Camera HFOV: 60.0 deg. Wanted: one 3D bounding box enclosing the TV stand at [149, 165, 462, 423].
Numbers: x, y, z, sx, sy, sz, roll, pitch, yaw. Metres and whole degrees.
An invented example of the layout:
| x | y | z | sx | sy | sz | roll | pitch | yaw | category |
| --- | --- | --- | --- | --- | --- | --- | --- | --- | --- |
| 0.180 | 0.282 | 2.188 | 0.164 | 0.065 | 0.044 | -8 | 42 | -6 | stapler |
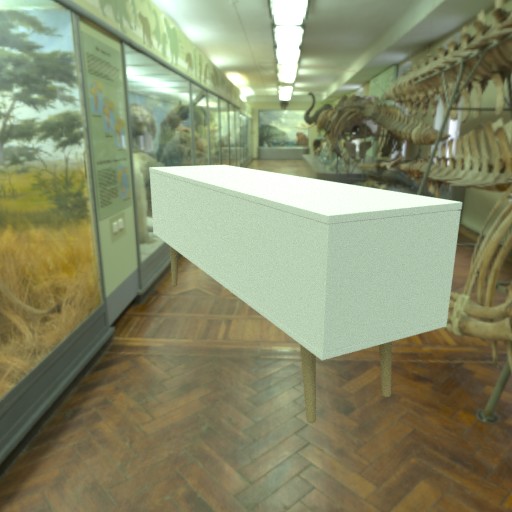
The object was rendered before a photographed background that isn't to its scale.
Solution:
| x | y | z | sx | sy | sz | roll | pitch | yaw | category |
| --- | --- | --- | --- | --- | --- | --- | --- | --- | --- |
| 0.000 | 0.000 | 1.626 | 0.401 | 0.560 | 1.398 | -8 | 17 | -26 | TV stand |
